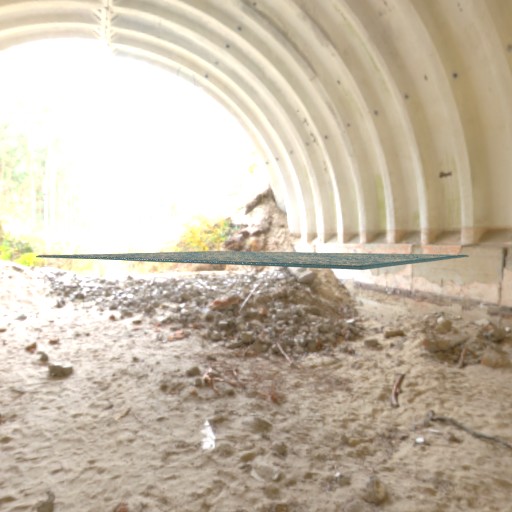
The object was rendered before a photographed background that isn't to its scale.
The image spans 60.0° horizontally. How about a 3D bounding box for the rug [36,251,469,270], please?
[{"bbox_3d":[0.000,0.000,3.864,2.964,0.018,2.350,1,2,36],"label":"rug"}]
